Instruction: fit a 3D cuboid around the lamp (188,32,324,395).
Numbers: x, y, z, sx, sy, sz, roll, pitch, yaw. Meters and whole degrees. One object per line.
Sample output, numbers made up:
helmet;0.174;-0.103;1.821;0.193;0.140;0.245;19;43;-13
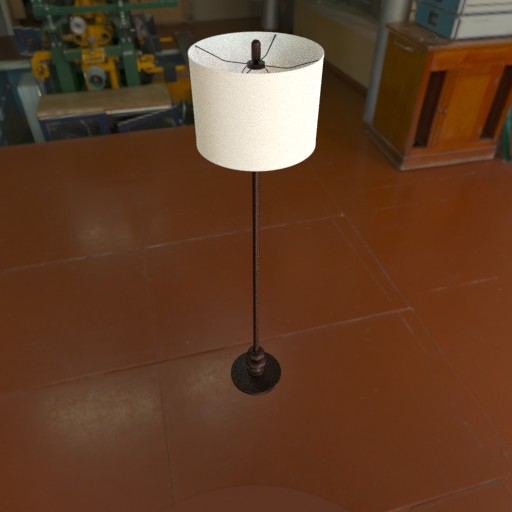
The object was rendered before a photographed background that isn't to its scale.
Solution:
lamp;0.000;0.000;1.637;0.356;1.487;0.356;13;43;14
